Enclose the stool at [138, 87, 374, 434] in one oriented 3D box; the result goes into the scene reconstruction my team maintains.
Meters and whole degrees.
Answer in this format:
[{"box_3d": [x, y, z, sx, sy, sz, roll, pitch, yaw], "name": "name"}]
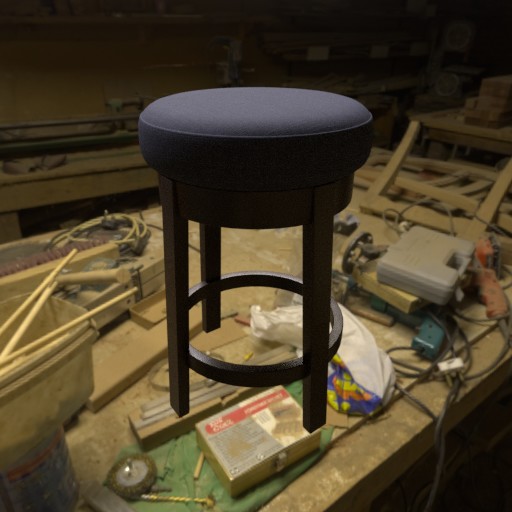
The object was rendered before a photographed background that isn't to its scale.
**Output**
[{"box_3d": [0.000, 0.000, 0.956, 0.449, 0.655, 0.449, 0, 28, 0], "name": "stool"}]
